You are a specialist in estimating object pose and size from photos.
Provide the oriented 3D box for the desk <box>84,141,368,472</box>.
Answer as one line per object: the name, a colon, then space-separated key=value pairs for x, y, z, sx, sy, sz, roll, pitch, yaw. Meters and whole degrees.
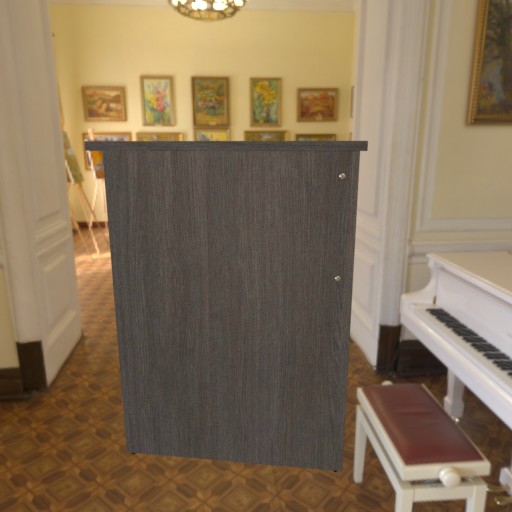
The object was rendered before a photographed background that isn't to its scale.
desk: x=0.000 y=0.000 z=1.475 sx=0.560 sy=0.730 sz=1.096 roll=2 pitch=14 yaw=7
